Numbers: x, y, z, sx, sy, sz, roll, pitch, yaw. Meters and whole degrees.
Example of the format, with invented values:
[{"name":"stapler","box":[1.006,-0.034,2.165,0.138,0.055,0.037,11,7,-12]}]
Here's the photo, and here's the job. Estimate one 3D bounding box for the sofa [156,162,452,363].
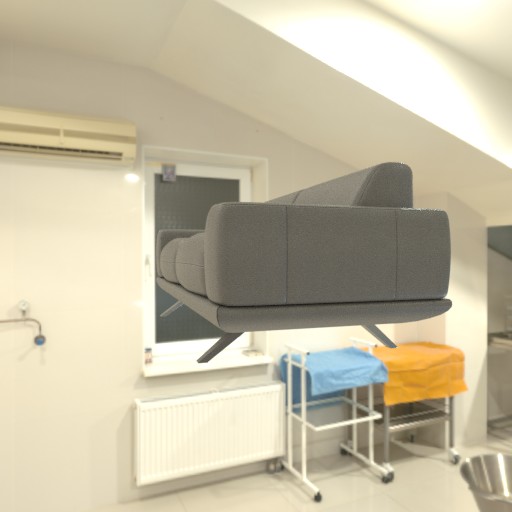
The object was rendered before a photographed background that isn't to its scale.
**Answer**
[{"name":"sofa","box":[0.000,0.000,2.358,0.900,0.772,1.901,0,0,-18]}]
